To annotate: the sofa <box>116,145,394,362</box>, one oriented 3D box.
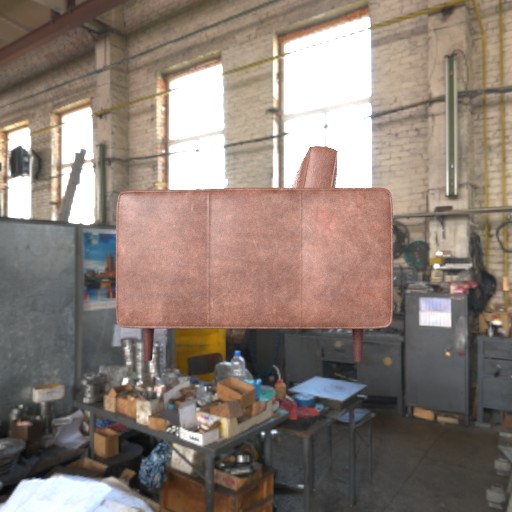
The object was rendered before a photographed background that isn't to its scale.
[{"bbox_3d":[0.000,0.000,2.321,0.910,0.760,1.870,0,-1,1],"label":"sofa"}]
